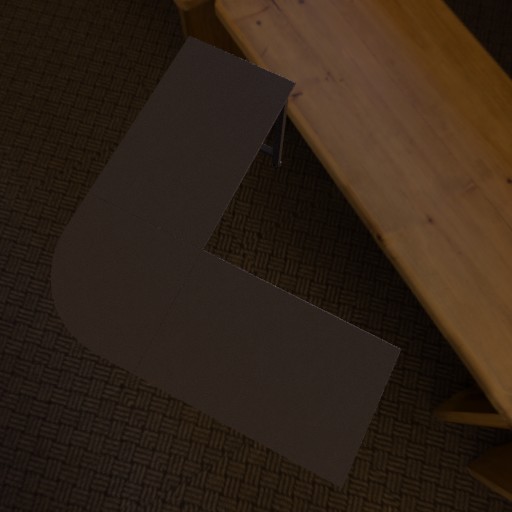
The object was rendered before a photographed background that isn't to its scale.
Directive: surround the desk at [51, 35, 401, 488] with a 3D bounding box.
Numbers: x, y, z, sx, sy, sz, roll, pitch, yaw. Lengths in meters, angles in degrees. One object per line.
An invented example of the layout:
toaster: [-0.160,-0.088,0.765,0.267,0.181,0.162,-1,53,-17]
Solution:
desk: [0.000,0.000,2.164,1.400,0.762,1.400,26,77,6]
